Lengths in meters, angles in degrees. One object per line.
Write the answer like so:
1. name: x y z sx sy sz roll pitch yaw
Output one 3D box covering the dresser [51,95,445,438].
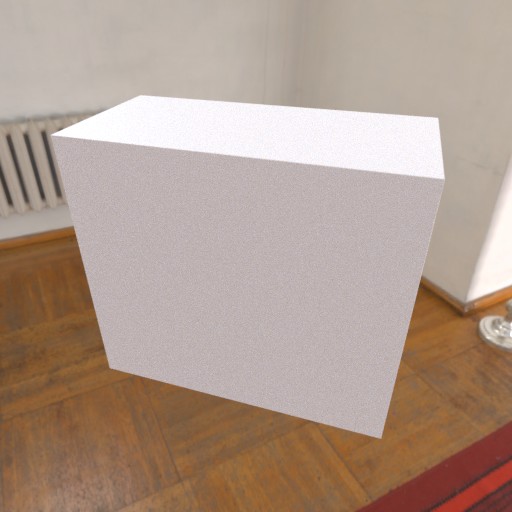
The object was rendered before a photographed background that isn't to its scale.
1. dresser: 0.000 0.000 1.253 0.830 0.740 0.420 10 34 15
